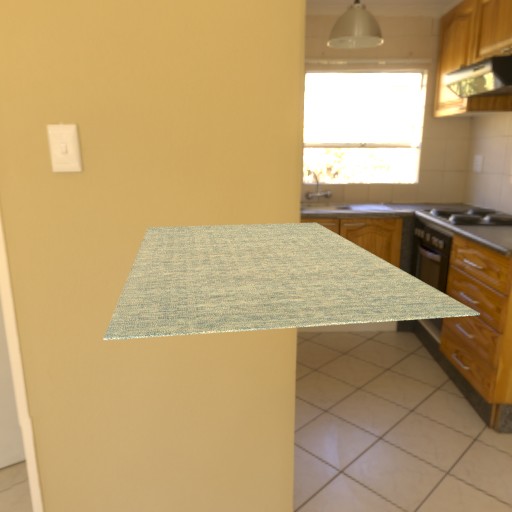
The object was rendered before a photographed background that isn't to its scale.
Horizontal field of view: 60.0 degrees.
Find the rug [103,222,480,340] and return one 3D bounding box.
[{"bbox_3d":[0.000,0.000,2.147,1.142,0.006,1.752,-2,14,-9],"label":"rug"}]
